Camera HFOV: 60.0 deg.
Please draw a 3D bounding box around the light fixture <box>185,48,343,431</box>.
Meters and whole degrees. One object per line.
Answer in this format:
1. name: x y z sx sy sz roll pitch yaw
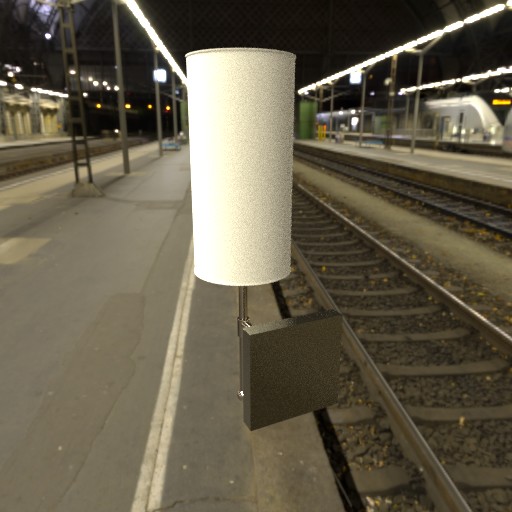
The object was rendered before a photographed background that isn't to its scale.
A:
1. light fixture: 0.000 0.000 0.547 0.128 0.462 0.208 -8 18 -25
